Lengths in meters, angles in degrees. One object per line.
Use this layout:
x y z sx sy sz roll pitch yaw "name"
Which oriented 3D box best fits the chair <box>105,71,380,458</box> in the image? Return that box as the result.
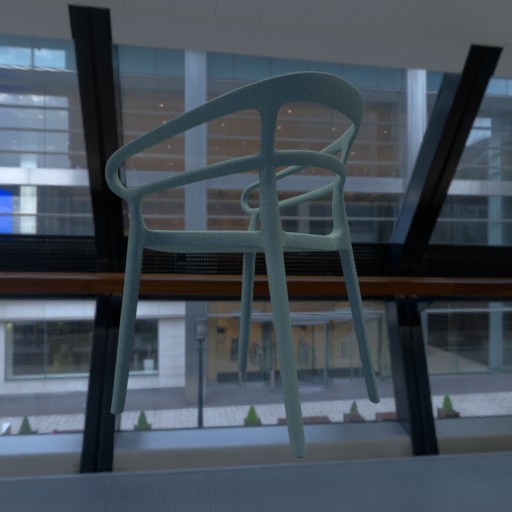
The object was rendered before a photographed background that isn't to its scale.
0.000 0.000 1.135 0.527 0.761 0.559 0 -1 36 "chair"
